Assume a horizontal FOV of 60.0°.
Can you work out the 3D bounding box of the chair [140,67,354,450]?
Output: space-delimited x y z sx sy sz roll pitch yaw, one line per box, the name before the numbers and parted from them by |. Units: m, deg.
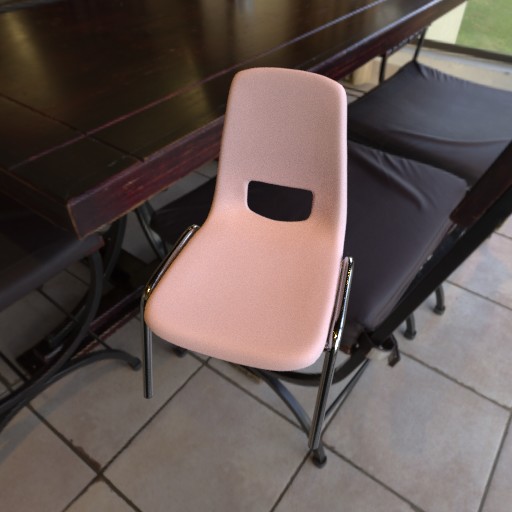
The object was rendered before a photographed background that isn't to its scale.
chair | 0.000 0.000 0.800 0.354 0.536 0.385 12 44 13
